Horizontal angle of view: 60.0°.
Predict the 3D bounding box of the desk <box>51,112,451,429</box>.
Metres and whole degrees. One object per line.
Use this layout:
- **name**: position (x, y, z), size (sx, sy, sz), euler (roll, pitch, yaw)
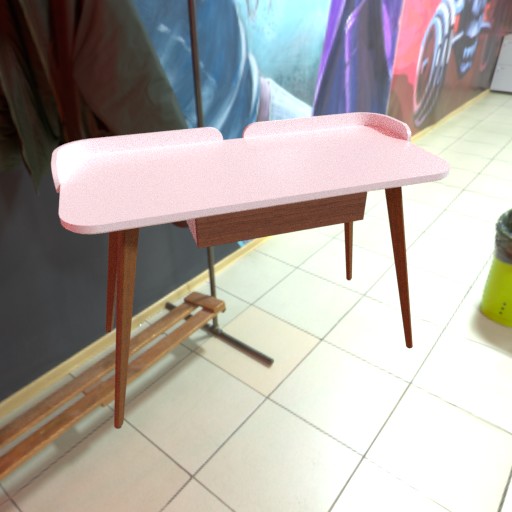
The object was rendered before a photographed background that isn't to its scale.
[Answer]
- **desk**: position (0.000, 0.000, 1.610), size (1.206, 0.807, 0.534), euler (-11, 34, -16)
